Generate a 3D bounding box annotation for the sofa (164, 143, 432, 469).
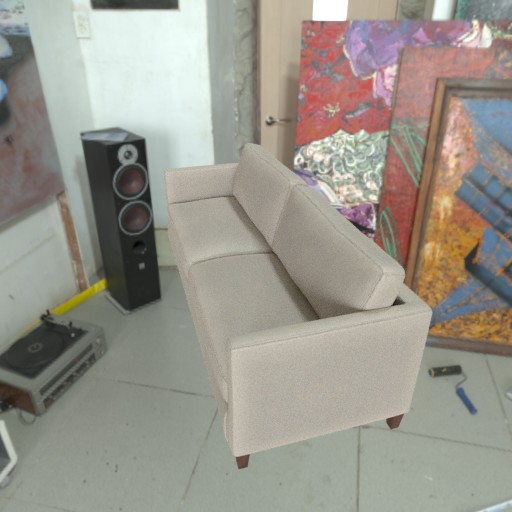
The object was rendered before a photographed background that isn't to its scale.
[{"bbox_3d":[0.000,0.000,2.924,0.951,0.968,2.361,-8,30,-14],"label":"sofa"}]
